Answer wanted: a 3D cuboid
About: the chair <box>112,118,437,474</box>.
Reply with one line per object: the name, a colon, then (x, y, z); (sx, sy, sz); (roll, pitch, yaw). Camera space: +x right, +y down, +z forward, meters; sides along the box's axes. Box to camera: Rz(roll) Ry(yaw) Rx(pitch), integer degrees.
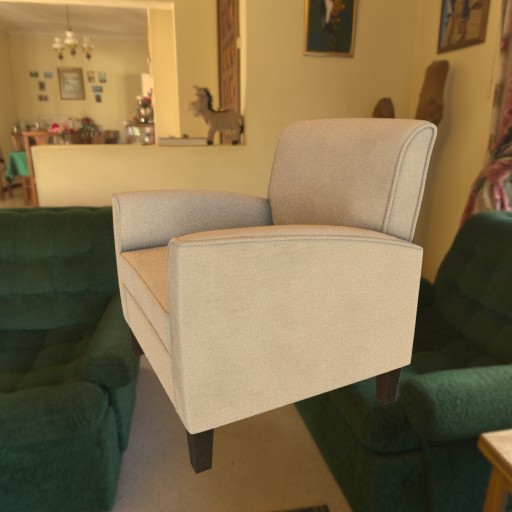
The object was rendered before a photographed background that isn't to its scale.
chair: (0.000, 0.000, 1.532); (0.821, 0.915, 0.820); (-8, 18, -26)
